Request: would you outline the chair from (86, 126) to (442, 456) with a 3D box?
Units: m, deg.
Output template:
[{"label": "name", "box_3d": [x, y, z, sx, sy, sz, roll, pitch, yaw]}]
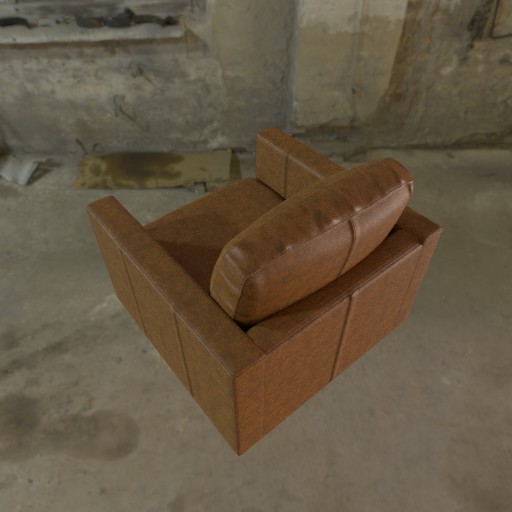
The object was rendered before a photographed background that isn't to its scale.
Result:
[{"label": "chair", "box_3d": [0.000, 0.000, 1.684, 0.890, 0.956, 0.909, -30, 53, -26]}]
